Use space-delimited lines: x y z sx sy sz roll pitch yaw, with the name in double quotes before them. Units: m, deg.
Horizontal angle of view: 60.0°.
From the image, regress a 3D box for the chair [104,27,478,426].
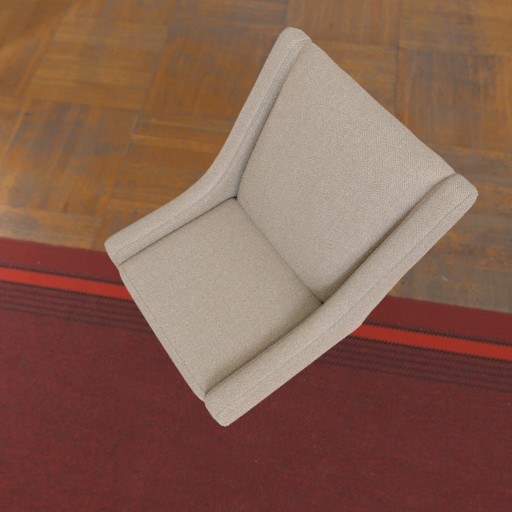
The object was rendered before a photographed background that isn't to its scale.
"chair" 0.000 0.000 1.565 0.870 1.014 0.774 -33 69 -14
